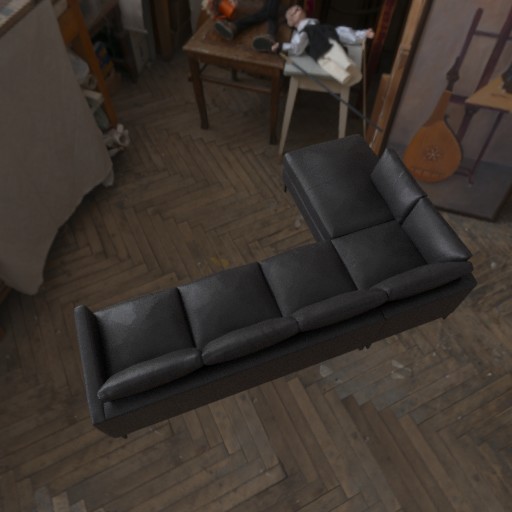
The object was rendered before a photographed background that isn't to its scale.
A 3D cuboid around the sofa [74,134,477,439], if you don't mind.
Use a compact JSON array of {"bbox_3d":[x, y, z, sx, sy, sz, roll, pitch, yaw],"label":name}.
[{"bbox_3d":[0.000,0.000,3.772,2.984,0.877,1.938,-17,59,-11],"label":"sofa"}]
